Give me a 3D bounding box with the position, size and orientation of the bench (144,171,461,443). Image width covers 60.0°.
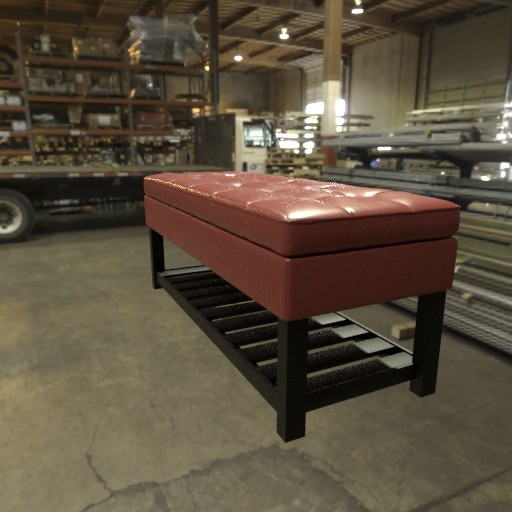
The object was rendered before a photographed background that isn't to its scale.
[{"bbox_3d":[0.000,0.000,1.357,0.432,0.460,1.105,-7,16,-25],"label":"bench"}]
